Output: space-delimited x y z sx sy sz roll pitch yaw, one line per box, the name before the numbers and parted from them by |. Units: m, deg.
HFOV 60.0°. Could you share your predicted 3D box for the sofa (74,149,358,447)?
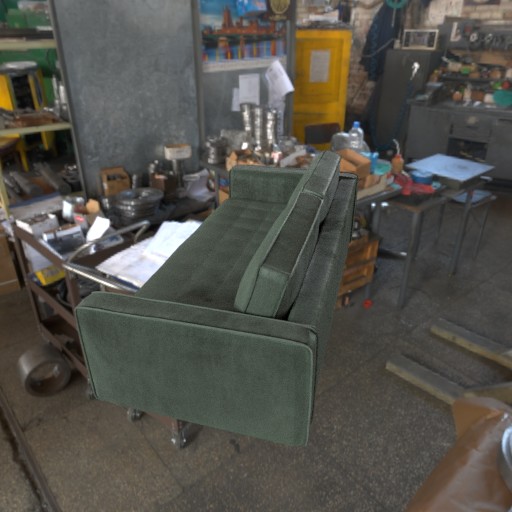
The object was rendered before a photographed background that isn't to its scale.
sofa | 0.000 0.000 2.301 0.886 0.781 1.816 8 29 14
